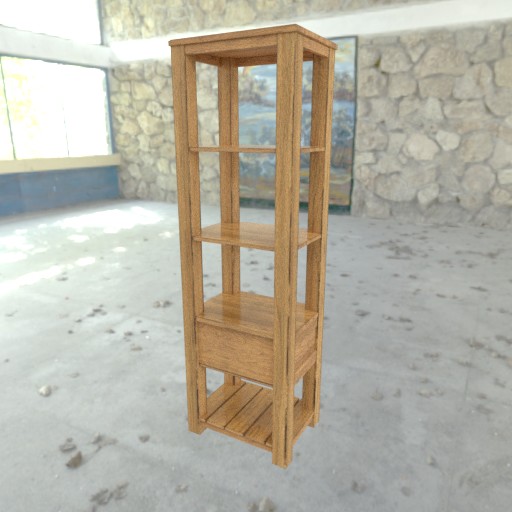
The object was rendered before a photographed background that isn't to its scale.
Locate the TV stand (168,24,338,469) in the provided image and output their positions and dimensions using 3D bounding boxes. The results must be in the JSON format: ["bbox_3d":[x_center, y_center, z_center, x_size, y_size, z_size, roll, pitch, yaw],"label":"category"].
[{"bbox_3d":[0.000,0.000,2.070,0.565,1.828,0.435,9,18,28],"label":"TV stand"}]
